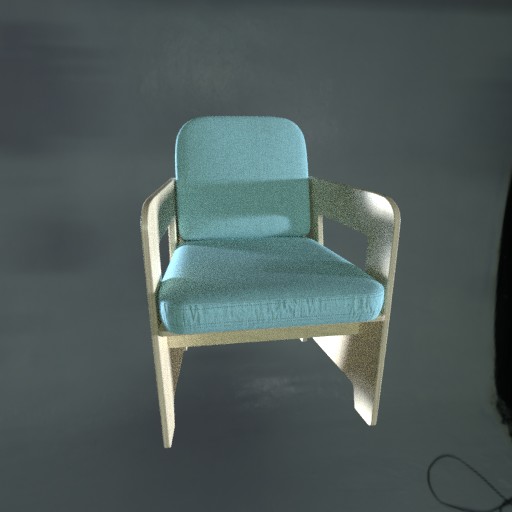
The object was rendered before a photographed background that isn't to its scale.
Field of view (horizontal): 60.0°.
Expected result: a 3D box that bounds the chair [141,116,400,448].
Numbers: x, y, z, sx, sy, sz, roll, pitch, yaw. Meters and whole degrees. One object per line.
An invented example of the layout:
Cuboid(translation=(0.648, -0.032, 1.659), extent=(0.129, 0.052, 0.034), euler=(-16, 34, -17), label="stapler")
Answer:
Cuboid(translation=(0.000, 0.000, 1.295), extent=(0.590, 0.800, 0.710), euler=(-3, 16, -9), label="chair")
